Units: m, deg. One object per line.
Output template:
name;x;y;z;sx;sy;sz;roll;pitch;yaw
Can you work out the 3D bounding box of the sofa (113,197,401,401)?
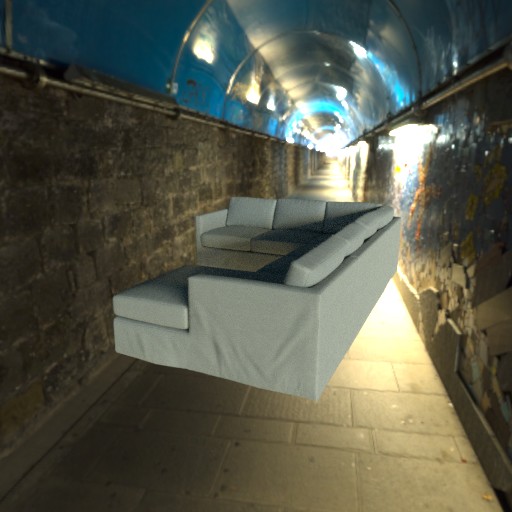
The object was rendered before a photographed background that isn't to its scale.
sofa;0.000;0.000;4.597;2.427;0.882;3.460;6;15;24
